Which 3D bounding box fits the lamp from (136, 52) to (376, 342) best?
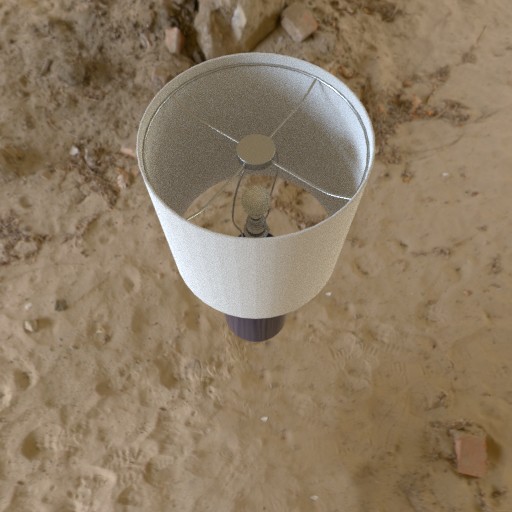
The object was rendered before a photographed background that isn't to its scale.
[{"bbox_3d":[0.000,0.000,0.616,0.212,0.493,0.212,33,69,15],"label":"lamp"}]
